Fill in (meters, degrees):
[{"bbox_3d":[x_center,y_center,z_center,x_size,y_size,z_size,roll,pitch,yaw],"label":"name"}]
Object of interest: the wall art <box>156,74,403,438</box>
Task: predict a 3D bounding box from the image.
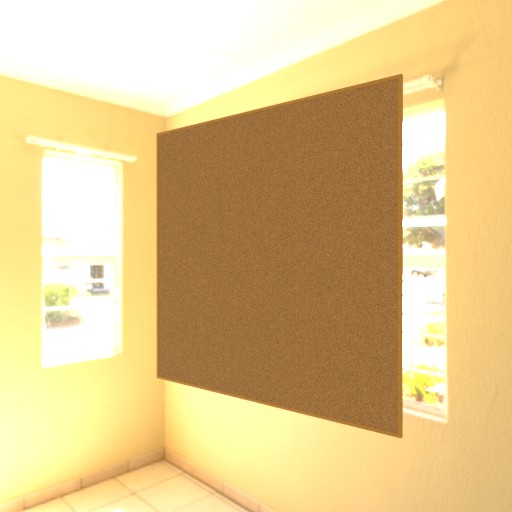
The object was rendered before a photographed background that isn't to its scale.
[{"bbox_3d":[0.000,0.000,1.457,0.962,0.959,0.013,0,0,37],"label":"wall art"}]
